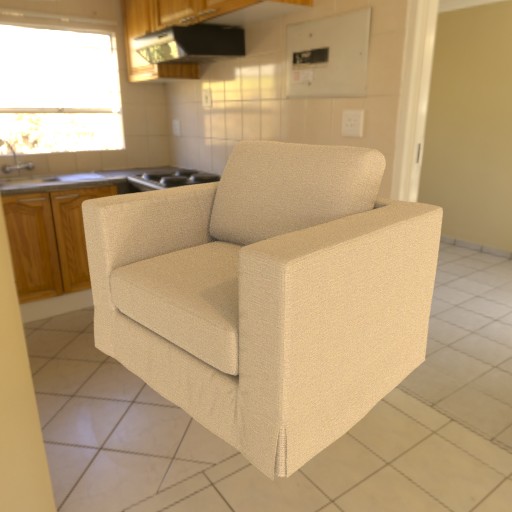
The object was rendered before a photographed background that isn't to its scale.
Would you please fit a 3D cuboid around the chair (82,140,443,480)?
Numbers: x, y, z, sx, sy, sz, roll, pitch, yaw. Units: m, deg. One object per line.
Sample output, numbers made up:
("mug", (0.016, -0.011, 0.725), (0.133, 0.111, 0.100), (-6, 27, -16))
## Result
("chair", (0.000, 0.000, 1.811), (1.150, 0.878, 0.957), (17, 25, 42))
